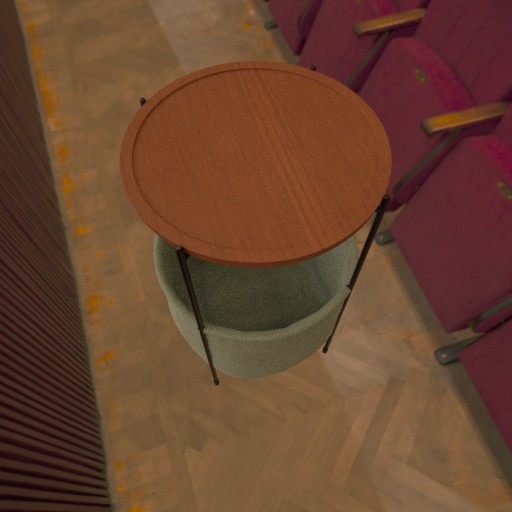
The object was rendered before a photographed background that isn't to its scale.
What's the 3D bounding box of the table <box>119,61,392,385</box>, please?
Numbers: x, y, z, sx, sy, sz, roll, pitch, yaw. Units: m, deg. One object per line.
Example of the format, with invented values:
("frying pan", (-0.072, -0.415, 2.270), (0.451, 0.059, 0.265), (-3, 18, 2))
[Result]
("table", (0.000, 0.000, 0.899), (0.400, 0.623, 0.400), (-14, 60, -8))
